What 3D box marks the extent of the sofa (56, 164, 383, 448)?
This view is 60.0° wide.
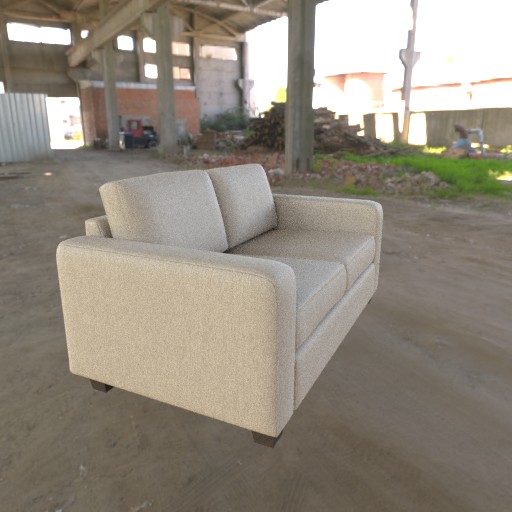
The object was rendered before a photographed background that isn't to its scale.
[{"bbox_3d":[0.000,0.000,2.103,0.900,0.800,1.540,8,17,25],"label":"sofa"}]
